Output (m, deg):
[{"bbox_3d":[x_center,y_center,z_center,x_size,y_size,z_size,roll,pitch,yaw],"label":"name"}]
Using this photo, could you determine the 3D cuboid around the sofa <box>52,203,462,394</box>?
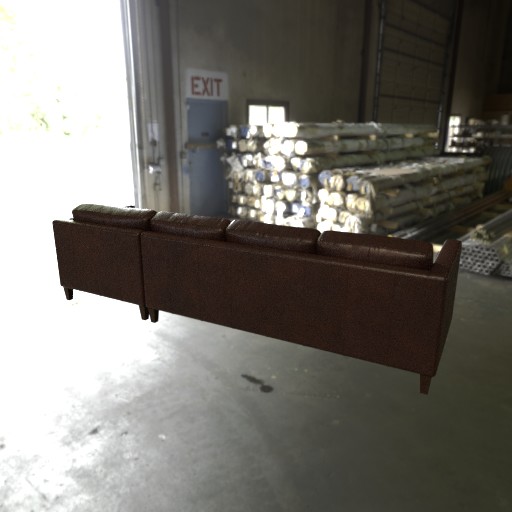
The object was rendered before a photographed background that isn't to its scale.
[{"bbox_3d":[0.000,0.000,3.859,3.203,0.883,1.581,9,18,27],"label":"sofa"}]
